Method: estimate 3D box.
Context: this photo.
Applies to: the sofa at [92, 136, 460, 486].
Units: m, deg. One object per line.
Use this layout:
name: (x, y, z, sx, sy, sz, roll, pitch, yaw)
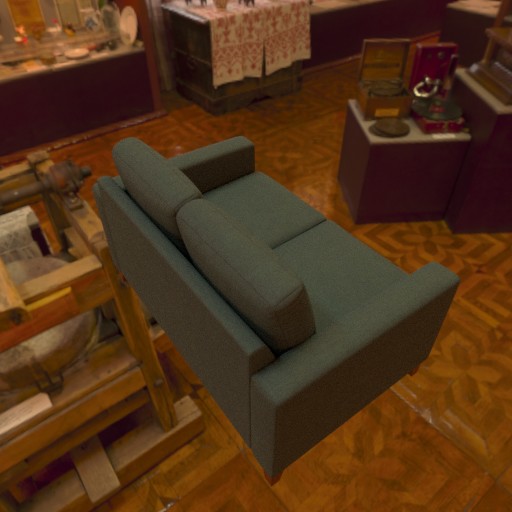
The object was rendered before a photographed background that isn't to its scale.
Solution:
sofa: (0.000, 0.000, 2.072, 0.955, 0.903, 1.489, -26, 48, -26)
